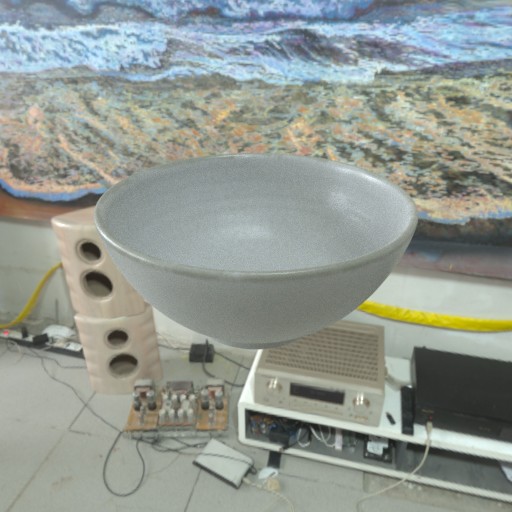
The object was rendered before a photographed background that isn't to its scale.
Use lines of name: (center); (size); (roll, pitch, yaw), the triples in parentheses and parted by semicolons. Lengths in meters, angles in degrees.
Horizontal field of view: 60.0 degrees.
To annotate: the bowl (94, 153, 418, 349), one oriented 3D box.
bowl: (0.000, 0.000, 0.412); (0.268, 0.121, 0.268); (0, 29, 0)
